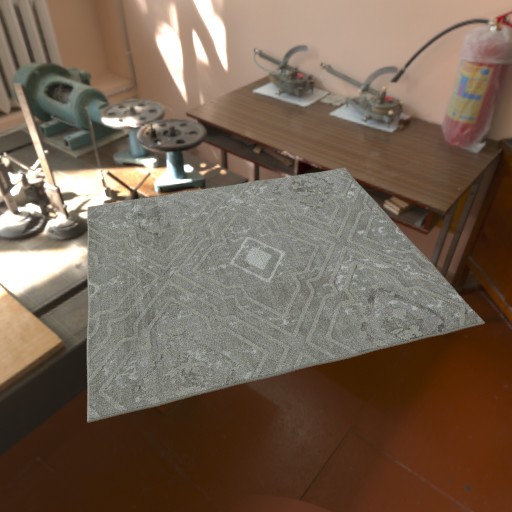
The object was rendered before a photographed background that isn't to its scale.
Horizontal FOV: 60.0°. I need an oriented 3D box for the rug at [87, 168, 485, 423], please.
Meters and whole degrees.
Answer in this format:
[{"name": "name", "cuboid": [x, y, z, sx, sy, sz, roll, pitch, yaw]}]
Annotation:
[{"name": "rug", "cuboid": [0.000, 0.000, 0.872, 0.639, 0.006, 0.548, -11, 41, -12]}]
